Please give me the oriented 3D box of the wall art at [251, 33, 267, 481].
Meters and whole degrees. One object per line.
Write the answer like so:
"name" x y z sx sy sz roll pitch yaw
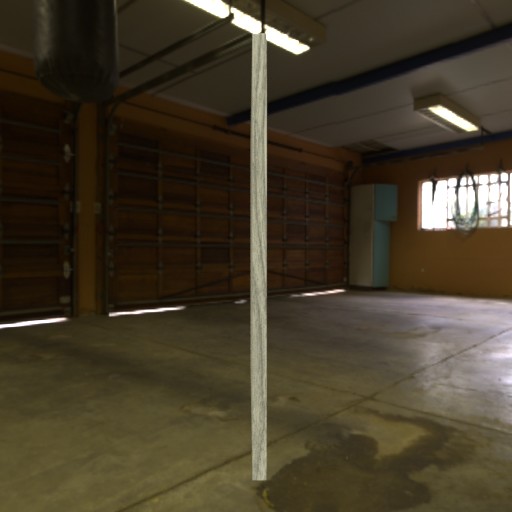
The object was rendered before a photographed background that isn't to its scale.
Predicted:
"wall art" 0.000 0.000 0.757 0.016 0.507 0.508 0 1 -1
